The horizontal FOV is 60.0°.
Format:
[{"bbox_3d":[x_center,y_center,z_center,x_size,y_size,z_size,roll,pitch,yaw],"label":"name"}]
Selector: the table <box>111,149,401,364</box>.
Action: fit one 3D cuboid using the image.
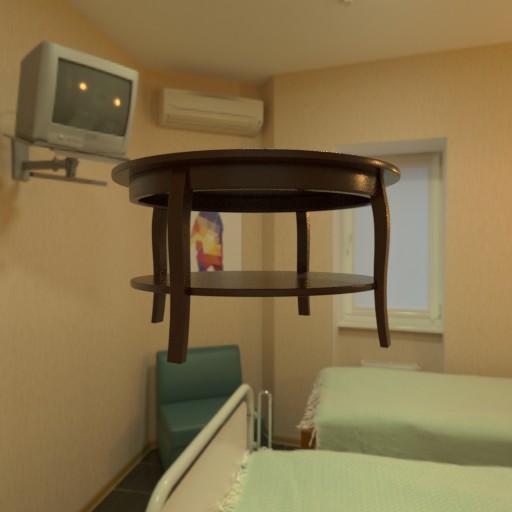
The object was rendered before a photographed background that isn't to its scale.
[{"bbox_3d":[0.000,0.000,1.473,0.911,0.512,0.911,0,1,0],"label":"table"}]
